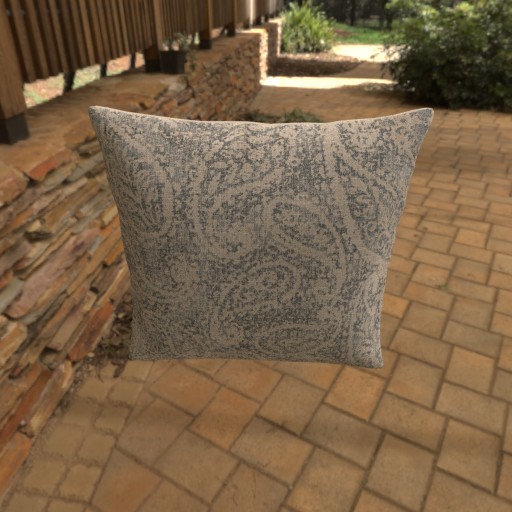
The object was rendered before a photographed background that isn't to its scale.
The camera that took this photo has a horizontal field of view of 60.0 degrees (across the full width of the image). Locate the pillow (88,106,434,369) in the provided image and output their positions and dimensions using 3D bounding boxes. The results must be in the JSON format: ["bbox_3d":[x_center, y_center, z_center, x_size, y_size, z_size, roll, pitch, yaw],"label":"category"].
[{"bbox_3d":[0.000,0.000,0.785,0.523,0.510,0.166,1,31,2],"label":"pillow"}]
